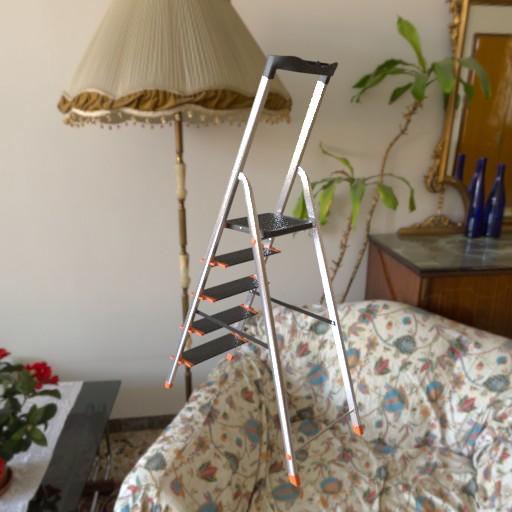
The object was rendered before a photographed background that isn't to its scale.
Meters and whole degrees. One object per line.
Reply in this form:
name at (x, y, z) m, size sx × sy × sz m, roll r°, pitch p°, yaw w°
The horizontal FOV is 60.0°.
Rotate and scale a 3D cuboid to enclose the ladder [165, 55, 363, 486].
ladder at (0.000, 0.000, 2.066) m, size 0.480 × 1.646 × 0.995 m, roll -15°, pitch 22°, yaw -41°
